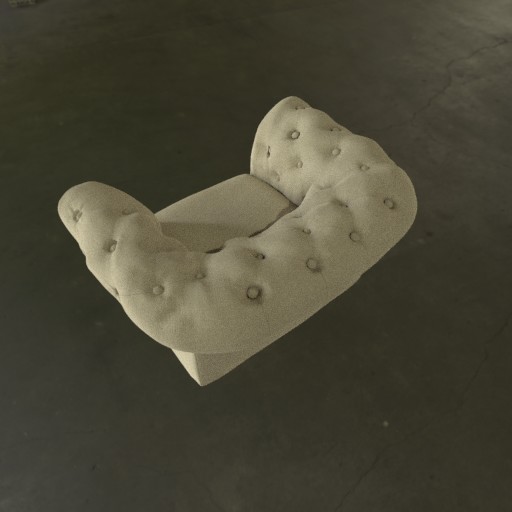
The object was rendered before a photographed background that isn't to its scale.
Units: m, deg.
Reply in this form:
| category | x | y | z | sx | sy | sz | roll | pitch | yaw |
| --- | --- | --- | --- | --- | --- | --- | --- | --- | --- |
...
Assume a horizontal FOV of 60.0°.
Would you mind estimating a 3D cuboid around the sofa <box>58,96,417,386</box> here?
| category | x | y | z | sx | sy | sz | roll | pitch | yaw |
| --- | --- | --- | --- | --- | --- | --- | --- | --- | --- |
| sofa | 0.000 | 0.000 | 2.102 | 1.405 | 0.878 | 1.034 | -30 | 54 | -25 |
